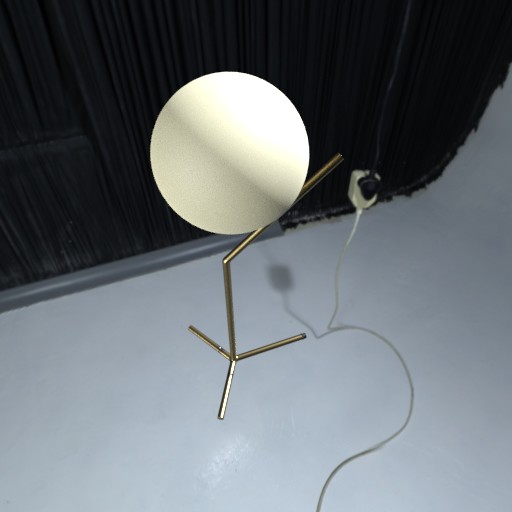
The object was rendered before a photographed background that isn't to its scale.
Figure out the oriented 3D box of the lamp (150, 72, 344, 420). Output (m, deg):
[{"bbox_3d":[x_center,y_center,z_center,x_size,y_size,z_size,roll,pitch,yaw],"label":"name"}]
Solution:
[{"bbox_3d":[0.000,0.000,0.668,0.251,0.552,0.210,-15,48,-14],"label":"lamp"}]
